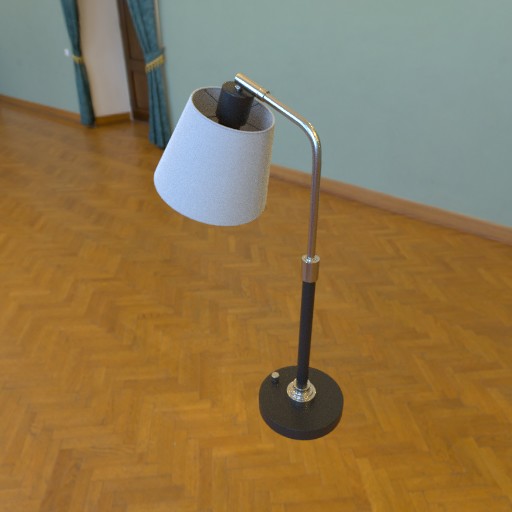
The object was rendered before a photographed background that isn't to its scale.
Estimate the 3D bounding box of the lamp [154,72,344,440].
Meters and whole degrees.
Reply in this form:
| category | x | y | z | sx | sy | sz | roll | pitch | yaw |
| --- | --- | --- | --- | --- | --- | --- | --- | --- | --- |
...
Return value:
| category | x | y | z | sx | sy | sz | roll | pitch | yaw |
| --- | --- | --- | --- | --- | --- | --- | --- | --- | --- |
| lamp | 0.000 | 0.000 | 0.704 | 0.348 | 0.539 | 0.181 | 22 | 36 | 32 |
